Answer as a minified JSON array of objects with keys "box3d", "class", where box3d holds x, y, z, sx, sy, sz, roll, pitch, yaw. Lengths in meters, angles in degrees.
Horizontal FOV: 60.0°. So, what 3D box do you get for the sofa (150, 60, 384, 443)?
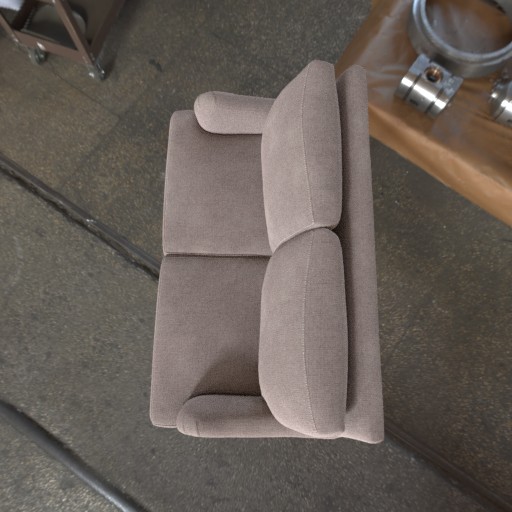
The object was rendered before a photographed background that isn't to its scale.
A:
[{"box3d":[0.000,0.000,2.455,1.084,1.101,1.853,1,76,0],"class":"sofa"}]
